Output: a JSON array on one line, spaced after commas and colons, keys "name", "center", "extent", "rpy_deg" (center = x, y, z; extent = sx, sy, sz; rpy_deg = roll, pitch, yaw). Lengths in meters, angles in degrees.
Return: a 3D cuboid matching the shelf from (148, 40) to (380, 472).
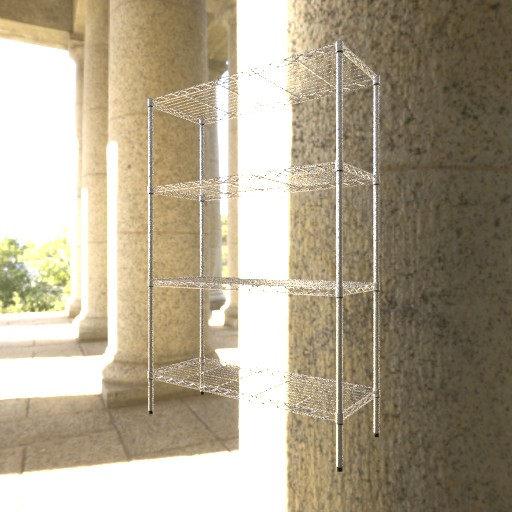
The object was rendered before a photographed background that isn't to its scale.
[{"name": "shelf", "center": [0.000, 0.000, 1.793], "extent": [0.907, 1.360, 0.352], "rpy_deg": [0, 0, 35]}]
